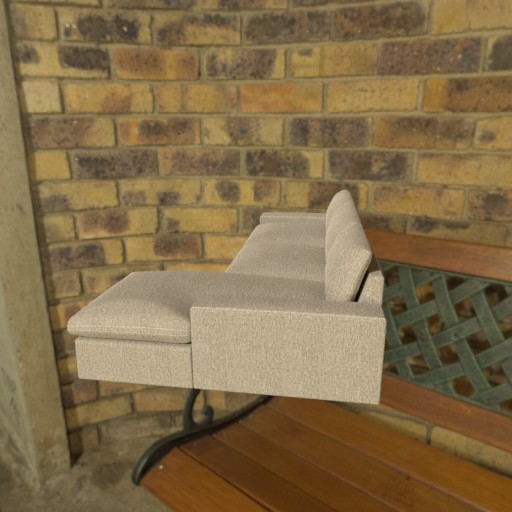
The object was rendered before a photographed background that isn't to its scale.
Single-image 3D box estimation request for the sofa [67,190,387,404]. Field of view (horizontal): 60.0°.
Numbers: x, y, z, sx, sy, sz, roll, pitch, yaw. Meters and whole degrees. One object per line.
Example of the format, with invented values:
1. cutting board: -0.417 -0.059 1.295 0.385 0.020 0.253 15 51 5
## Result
1. sofa: 0.000 0.000 3.566 1.689 0.813 2.718 2 16 8
